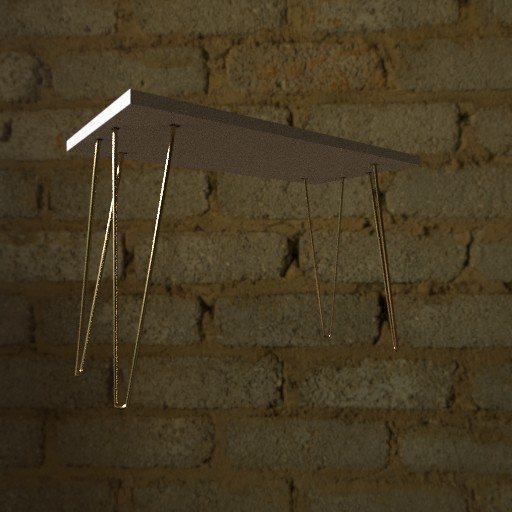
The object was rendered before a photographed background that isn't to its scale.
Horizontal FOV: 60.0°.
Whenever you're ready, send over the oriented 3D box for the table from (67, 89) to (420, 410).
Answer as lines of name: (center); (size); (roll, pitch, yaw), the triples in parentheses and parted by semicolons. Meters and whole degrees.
table: (0.000, 0.000, 1.372); (0.991, 0.660, 0.498); (0, 0, -37)
